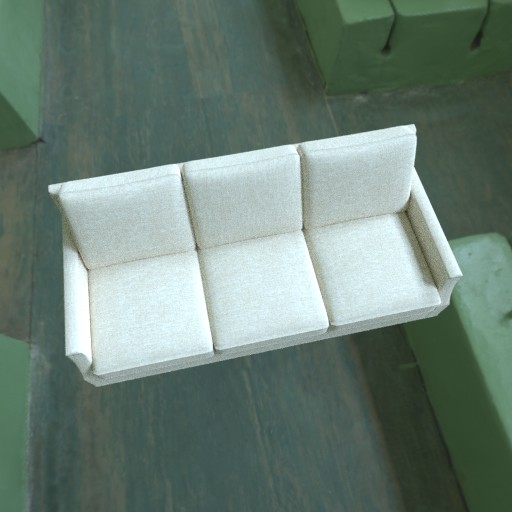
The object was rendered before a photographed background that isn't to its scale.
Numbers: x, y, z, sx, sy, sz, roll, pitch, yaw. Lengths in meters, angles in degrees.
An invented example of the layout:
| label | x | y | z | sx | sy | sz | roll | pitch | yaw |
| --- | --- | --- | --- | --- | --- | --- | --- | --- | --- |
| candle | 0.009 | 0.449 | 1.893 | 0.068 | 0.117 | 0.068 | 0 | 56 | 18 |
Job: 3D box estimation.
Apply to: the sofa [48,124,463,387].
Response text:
| label | x | y | z | sx | sy | sz | roll | pitch | yaw |
| --- | --- | --- | --- | --- | --- | --- | --- | --- | --- |
| sofa | 0.000 | 0.000 | 2.700 | 2.210 | 0.940 | 1.041 | -11 | 65 | -5 |
